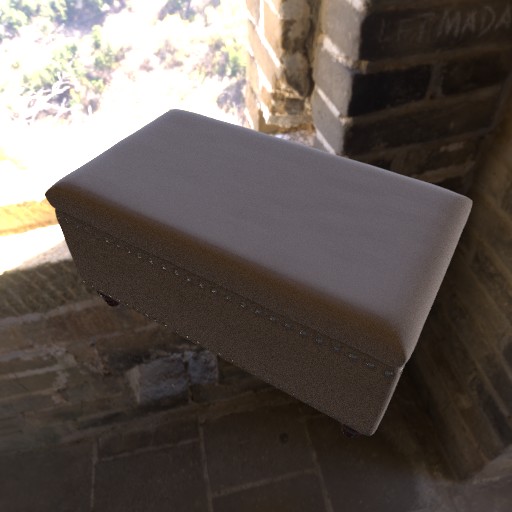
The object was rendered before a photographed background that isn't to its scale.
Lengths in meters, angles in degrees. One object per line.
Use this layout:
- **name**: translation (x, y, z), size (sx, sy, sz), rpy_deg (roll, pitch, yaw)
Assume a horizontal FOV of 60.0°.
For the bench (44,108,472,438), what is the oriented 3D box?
- **bench**: translation (0.000, 0.000, 1.177), size (0.887, 0.449, 0.500), rpy_deg (23, 49, 22)
